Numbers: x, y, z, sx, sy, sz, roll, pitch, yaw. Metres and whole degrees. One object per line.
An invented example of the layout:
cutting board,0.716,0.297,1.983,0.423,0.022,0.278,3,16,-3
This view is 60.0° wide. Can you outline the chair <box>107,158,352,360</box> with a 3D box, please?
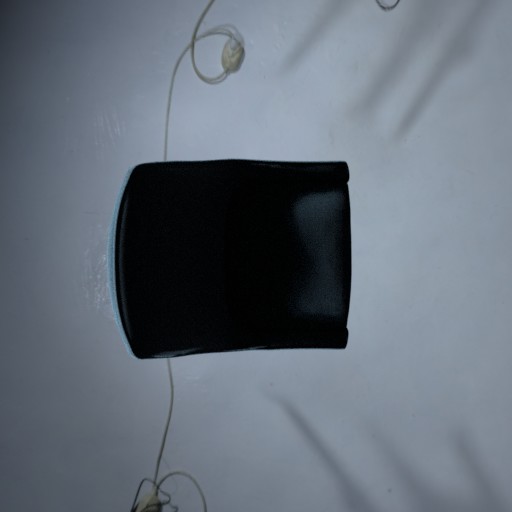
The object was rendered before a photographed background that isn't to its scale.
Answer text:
chair,0.000,0.000,1.222,0.544,0.861,0.529,0,92,0
